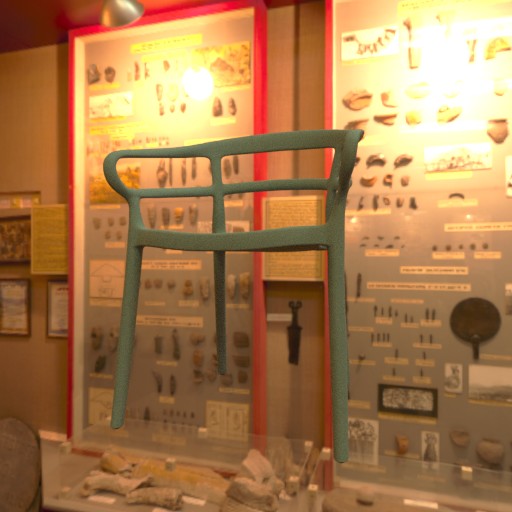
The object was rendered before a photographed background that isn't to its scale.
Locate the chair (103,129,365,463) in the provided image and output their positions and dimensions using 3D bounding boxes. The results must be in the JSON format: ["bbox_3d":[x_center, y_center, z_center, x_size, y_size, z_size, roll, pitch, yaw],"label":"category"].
[{"bbox_3d":[0.000,0.000,1.125,0.559,0.761,0.527,0,0,19],"label":"chair"}]
